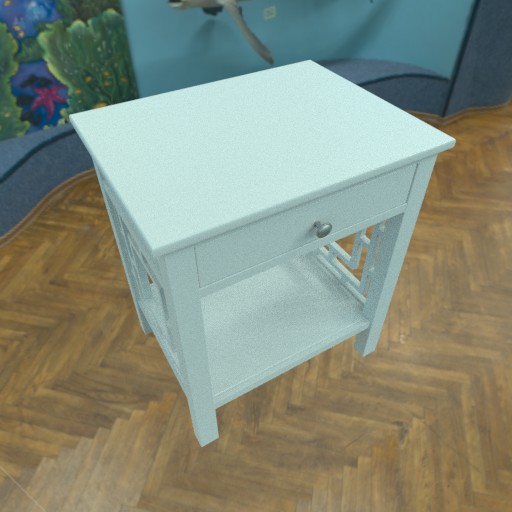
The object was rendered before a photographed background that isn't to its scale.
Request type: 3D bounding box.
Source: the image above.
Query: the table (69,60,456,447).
[{"bbox_3d":[0.000,0.000,1.029,0.564,0.646,0.451,-22,48,-22],"label":"table"}]
